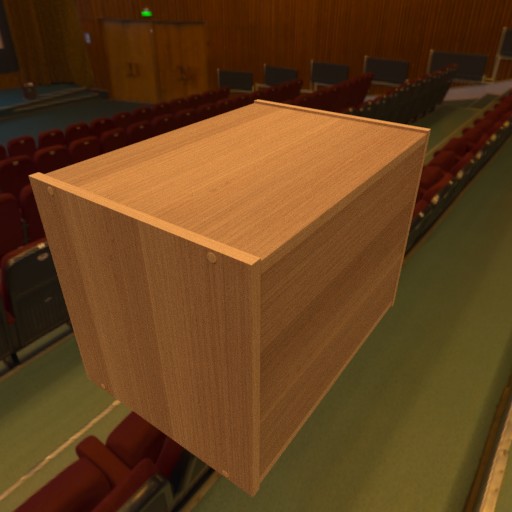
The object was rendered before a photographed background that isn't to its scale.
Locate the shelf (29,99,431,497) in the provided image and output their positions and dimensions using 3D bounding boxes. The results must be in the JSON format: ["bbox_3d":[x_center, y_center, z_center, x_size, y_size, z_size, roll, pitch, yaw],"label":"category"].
[{"bbox_3d":[0.000,0.000,0.616,0.290,0.305,0.415,21,38,30],"label":"shelf"}]
